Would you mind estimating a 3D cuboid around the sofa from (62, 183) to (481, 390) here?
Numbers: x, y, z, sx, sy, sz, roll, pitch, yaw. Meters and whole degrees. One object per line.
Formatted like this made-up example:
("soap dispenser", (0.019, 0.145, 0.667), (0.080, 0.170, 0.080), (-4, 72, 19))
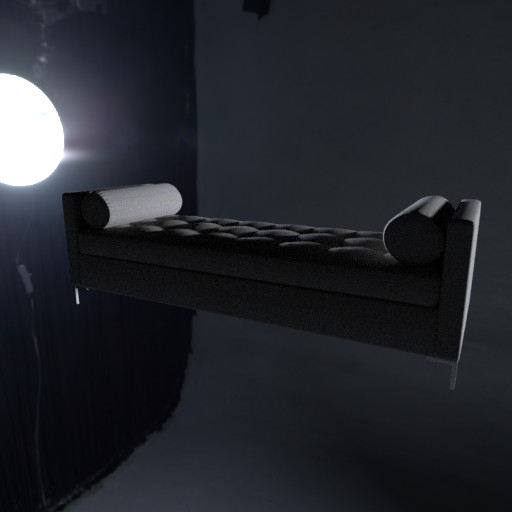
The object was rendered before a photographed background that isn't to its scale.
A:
("sofa", (0.000, 0.000, 2.258), (1.981, 0.635, 0.686), (7, 15, 27))
